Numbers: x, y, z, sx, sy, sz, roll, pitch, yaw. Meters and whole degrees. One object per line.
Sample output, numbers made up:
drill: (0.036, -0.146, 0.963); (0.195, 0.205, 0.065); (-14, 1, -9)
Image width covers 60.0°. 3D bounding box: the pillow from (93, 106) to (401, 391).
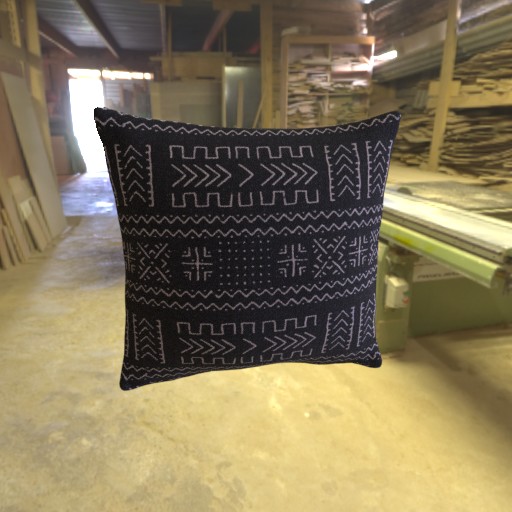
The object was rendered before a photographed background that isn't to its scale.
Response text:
pillow: (0.000, 0.000, 0.675); (0.438, 0.430, 0.164); (-2, 17, -8)
